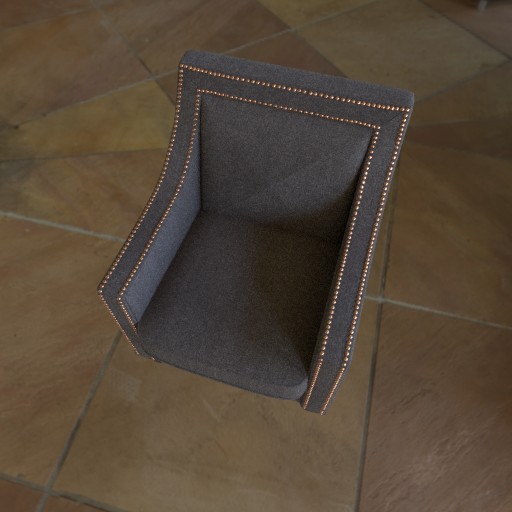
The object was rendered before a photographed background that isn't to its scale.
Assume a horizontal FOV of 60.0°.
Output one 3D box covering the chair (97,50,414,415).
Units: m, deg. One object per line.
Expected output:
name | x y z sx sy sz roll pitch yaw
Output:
chair | 0.000 0.000 1.598 0.776 0.967 0.884 15 58 10
